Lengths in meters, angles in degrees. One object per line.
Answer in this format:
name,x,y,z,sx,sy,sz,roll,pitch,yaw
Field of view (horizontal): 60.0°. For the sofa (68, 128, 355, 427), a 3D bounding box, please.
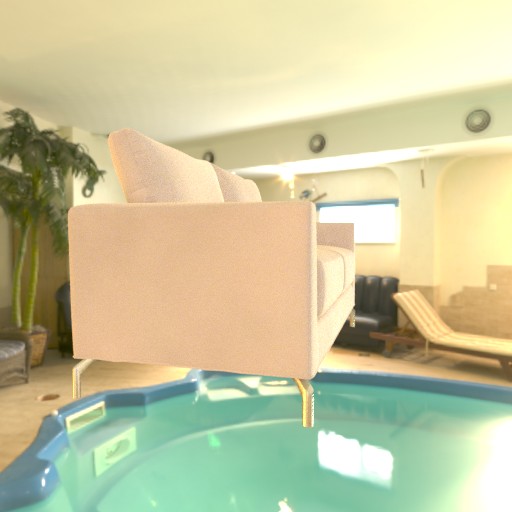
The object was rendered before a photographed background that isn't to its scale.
sofa,0.000,0.000,2.286,0.906,0.995,1.739,1,2,17
